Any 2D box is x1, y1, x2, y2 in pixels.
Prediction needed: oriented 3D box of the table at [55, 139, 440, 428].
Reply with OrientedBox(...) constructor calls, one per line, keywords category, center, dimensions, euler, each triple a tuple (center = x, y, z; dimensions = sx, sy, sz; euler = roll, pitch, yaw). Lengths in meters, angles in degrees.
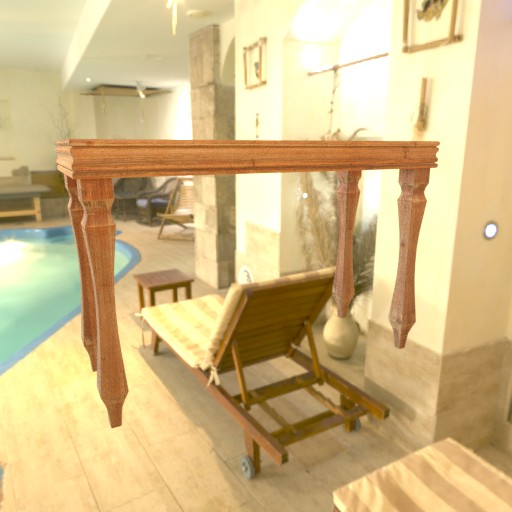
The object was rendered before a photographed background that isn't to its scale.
OrientedBox(category="table", center=(0.000, 0.000, 1.740), dimensions=(1.330, 0.873, 0.522), euler=(-7, 16, -27))
